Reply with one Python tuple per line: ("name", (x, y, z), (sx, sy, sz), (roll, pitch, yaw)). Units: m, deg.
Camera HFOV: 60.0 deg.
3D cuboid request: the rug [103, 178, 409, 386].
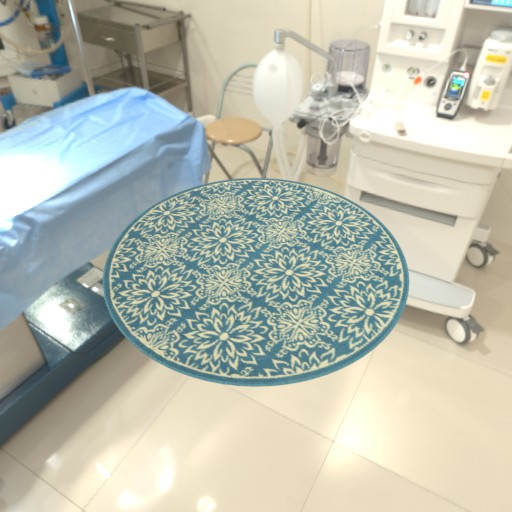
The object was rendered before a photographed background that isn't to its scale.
("rug", (0.000, 0.000, 2.379), (1.593, 0.012, 1.593), (0, 41, 0))
